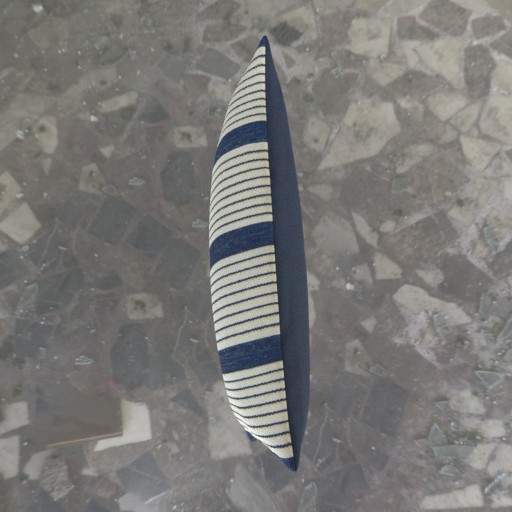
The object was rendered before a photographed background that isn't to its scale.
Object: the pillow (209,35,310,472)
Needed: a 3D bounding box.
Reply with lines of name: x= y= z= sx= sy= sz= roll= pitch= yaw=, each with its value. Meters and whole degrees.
pillow: x=0.000 y=0.000 z=0.730 sx=0.156 sy=0.292 sz=0.608 roll=-3 pitch=76 yaw=-1
